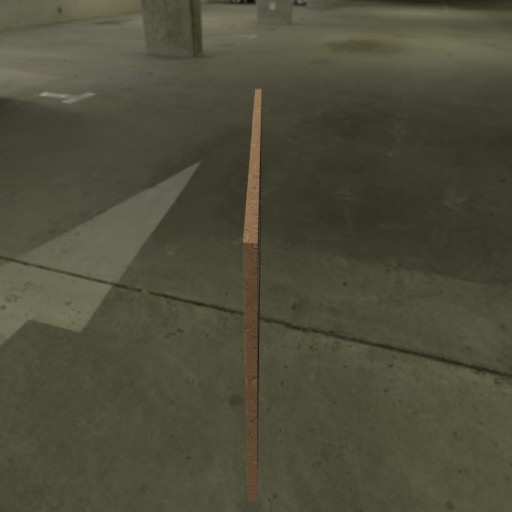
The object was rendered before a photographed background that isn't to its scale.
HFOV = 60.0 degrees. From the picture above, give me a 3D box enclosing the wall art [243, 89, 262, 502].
[{"bbox_3d":[0.000,0.000,1.139,0.019,0.626,0.917,1,33,1],"label":"wall art"}]
